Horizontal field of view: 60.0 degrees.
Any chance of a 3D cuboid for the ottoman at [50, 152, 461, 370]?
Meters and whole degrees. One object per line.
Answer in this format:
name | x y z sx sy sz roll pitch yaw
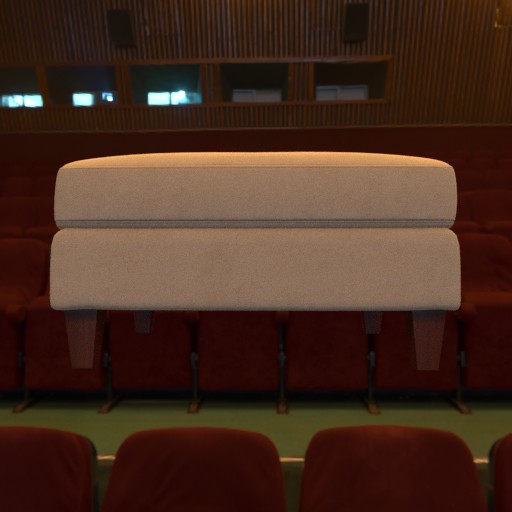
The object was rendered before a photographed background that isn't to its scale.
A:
ottoman | 0.000 0.000 1.188 0.864 0.483 0.584 0 -1 1
